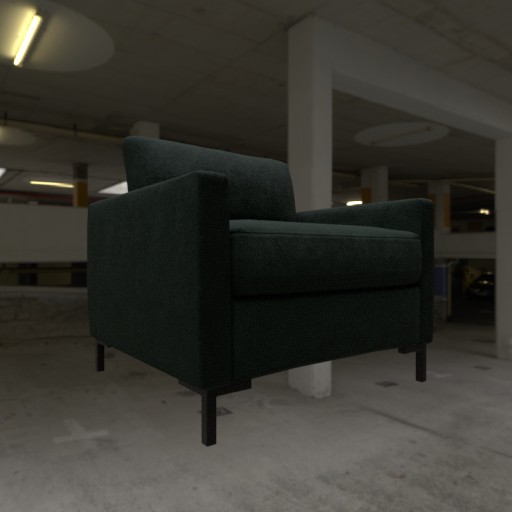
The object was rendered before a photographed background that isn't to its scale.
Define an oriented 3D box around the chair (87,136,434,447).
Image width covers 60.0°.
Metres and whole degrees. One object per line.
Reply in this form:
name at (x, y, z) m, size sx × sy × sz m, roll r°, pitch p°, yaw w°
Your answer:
chair at (0.000, 0.000, 1.585) m, size 0.963 × 0.861 × 0.866 m, roll 0°, pitch 0°, yaw -37°
